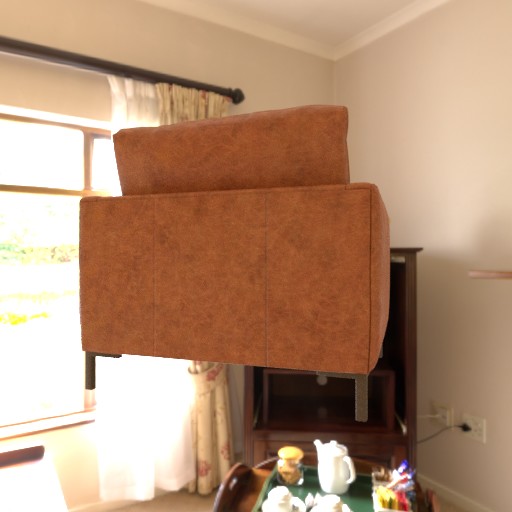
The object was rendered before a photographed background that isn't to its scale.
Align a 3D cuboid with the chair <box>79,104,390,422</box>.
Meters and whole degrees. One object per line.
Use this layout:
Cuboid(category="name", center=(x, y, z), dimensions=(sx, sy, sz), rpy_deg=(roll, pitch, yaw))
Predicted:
Cuboid(category="chair", center=(0.000, 0.000, 1.688), dimensions=(0.967, 0.869, 0.862), rpy_deg=(0, 0, 19))
